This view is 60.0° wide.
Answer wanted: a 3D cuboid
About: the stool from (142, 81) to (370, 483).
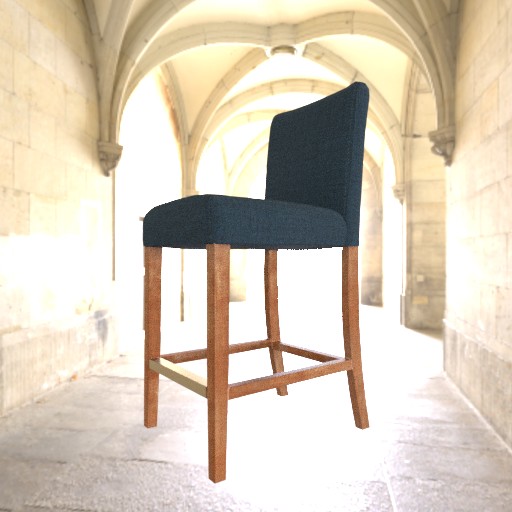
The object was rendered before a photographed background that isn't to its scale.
[{"bbox_3d":[0.000,0.000,1.337,0.567,1.039,0.454,0,0,-36],"label":"stool"}]
